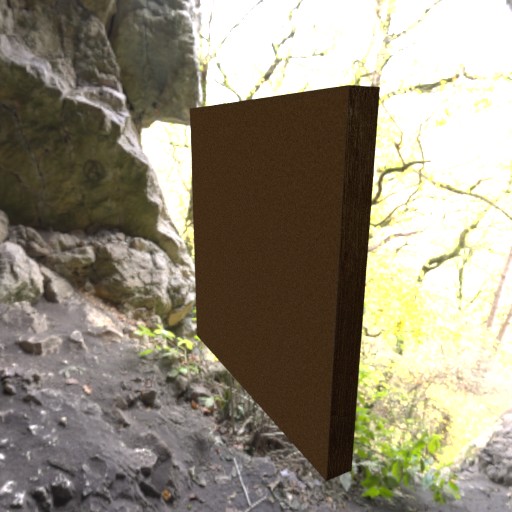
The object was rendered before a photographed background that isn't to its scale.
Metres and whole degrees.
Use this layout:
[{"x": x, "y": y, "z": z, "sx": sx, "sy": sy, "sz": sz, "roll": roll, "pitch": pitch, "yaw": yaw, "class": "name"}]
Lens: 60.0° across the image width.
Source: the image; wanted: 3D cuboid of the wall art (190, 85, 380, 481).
[{"x": 0.000, "y": 0.000, "z": 0.608, "sx": 0.039, "sy": 0.403, "sz": 0.406, "roll": -8, "pitch": 17, "yaw": -27, "class": "wall art"}]
